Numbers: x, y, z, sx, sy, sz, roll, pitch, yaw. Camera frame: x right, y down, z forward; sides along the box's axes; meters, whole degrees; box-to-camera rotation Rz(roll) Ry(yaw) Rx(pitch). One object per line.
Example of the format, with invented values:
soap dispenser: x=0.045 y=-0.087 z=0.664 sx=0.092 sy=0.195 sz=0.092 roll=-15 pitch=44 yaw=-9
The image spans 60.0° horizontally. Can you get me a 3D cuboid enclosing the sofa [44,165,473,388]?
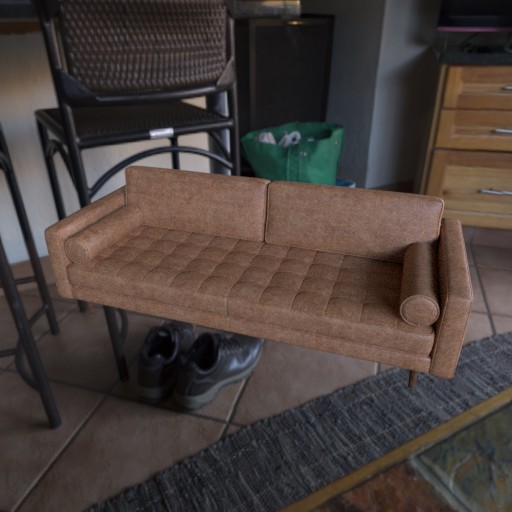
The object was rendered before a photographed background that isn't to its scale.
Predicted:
sofa: x=0.000 y=0.000 z=2.568 sx=2.200 sy=0.770 sz=0.919 roll=9 pitch=29 yaw=17
